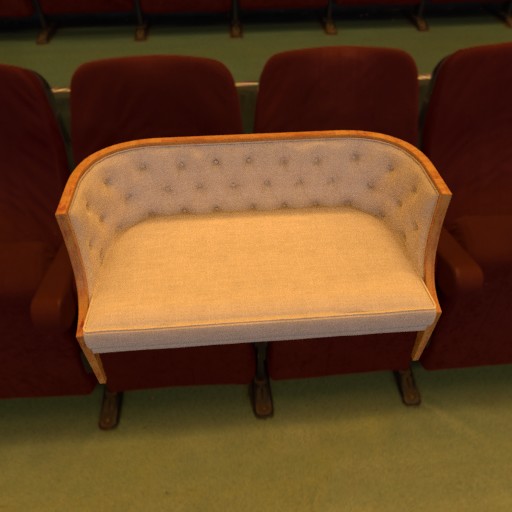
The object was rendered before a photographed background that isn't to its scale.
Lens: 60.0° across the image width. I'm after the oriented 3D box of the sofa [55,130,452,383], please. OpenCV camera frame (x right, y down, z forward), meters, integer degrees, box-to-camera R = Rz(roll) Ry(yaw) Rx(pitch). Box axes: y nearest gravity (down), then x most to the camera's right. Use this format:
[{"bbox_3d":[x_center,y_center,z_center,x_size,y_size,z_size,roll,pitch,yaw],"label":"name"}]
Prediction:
[{"bbox_3d":[0.000,0.000,1.965,1.474,0.775,0.770,-3,45,-3],"label":"sofa"}]
